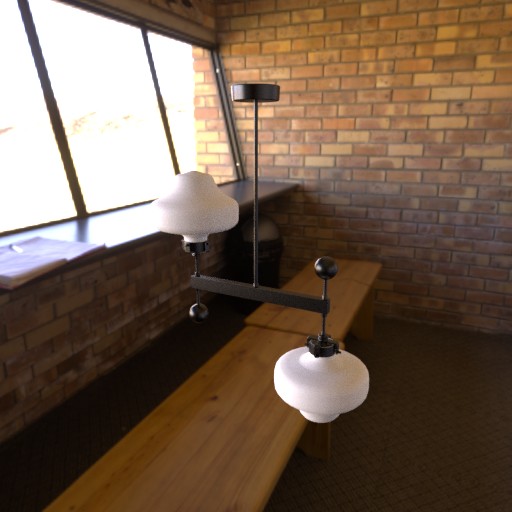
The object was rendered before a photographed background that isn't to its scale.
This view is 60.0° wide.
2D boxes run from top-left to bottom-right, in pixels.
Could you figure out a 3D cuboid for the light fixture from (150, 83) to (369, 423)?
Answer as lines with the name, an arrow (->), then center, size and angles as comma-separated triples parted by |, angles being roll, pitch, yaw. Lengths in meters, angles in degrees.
light fixture -> 0.000, 0.000, 1.033 | 0.489, 0.743, 0.422 | -2, 16, -8
